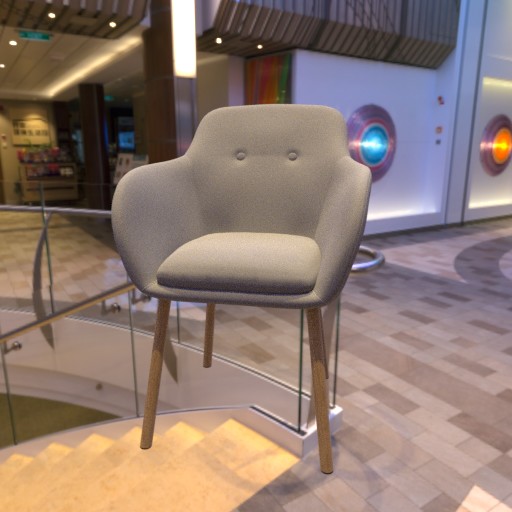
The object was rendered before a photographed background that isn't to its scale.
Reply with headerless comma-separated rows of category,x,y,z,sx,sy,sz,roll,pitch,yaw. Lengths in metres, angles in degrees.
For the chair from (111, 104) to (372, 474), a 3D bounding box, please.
chair,0.000,0.000,1.198,0.570,0.830,0.590,3,14,11
